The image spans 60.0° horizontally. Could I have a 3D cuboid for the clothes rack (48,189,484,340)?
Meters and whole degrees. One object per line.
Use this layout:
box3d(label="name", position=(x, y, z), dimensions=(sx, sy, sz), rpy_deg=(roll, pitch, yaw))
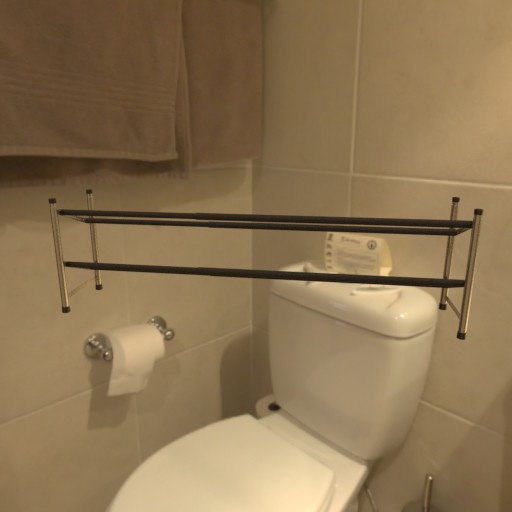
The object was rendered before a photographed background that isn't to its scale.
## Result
box3d(label="clothes rack", position=(0.000, 0.000, 1.322), dimensions=(1.168, 0.349, 0.229), rpy_deg=(2, 16, 9))
